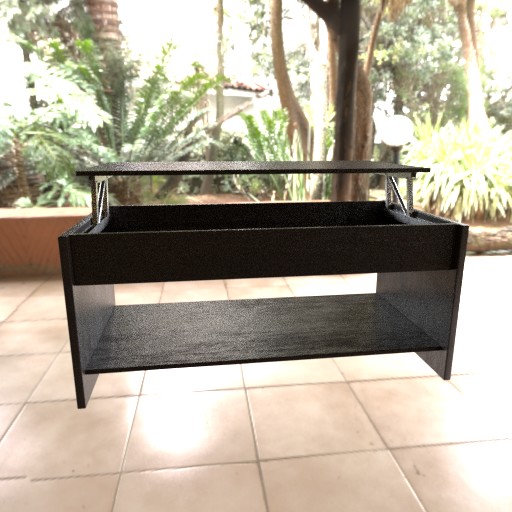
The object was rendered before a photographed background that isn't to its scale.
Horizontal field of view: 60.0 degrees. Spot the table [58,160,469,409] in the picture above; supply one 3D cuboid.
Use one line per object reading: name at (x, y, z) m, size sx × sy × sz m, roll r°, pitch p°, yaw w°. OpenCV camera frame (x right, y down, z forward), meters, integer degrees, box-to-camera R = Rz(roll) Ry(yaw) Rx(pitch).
table at (0.000, 0.000, 1.440) m, size 1.000 × 0.570 × 0.712 m, roll -2°, pitch 15°, yaw -8°
